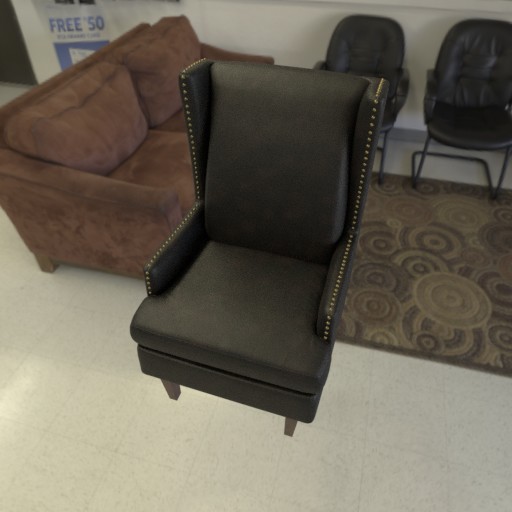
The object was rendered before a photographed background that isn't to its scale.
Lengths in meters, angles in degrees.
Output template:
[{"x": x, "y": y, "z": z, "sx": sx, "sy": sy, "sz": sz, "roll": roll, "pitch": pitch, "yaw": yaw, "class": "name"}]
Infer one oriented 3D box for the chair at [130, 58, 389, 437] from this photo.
[{"x": 0.000, "y": 0.000, "z": 1.642, "sx": 0.703, "sy": 1.142, "sz": 0.799, "roll": 12, "pitch": 44, "yaw": 13, "class": "chair"}]
